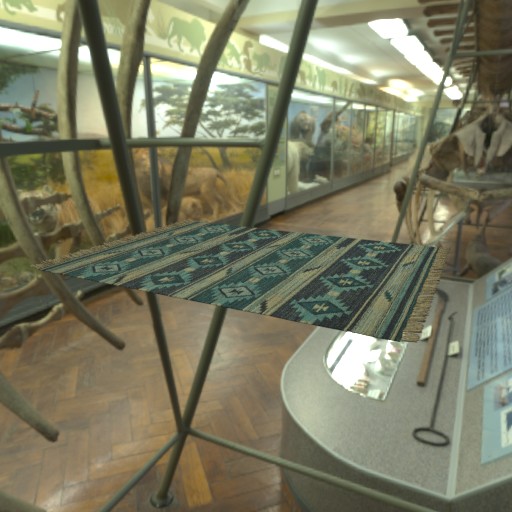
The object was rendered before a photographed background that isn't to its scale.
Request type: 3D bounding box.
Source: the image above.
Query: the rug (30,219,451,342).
[{"bbox_3d":[0.000,0.000,4.250,3.307,0.047,2.418,8,17,26],"label":"rug"}]
